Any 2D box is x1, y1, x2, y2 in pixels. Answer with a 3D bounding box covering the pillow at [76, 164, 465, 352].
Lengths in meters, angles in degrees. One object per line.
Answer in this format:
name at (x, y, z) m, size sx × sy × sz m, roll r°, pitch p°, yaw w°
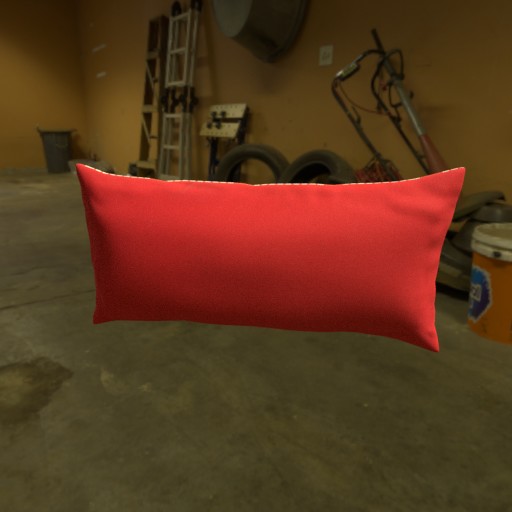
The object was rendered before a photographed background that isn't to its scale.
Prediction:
pillow at (0.000, 0.000, 0.728) m, size 0.608 × 0.297 × 0.151 m, roll 3°, pitch 17°, yaw 9°
